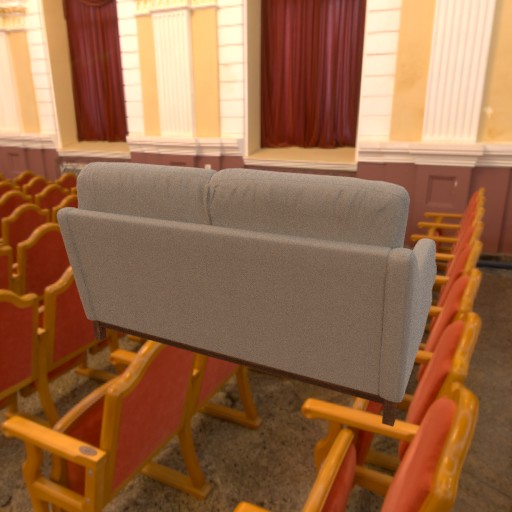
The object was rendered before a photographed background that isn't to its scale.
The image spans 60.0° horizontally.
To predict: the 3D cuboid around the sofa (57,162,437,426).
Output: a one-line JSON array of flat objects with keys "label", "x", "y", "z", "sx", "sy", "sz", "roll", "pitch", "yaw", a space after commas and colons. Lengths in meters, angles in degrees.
[{"label": "sofa", "x": 0.000, "y": 0.000, "z": 2.166, "sx": 1.589, "sy": 0.921, "sz": 0.987, "roll": 9, "pitch": 19, "yaw": 26}]
